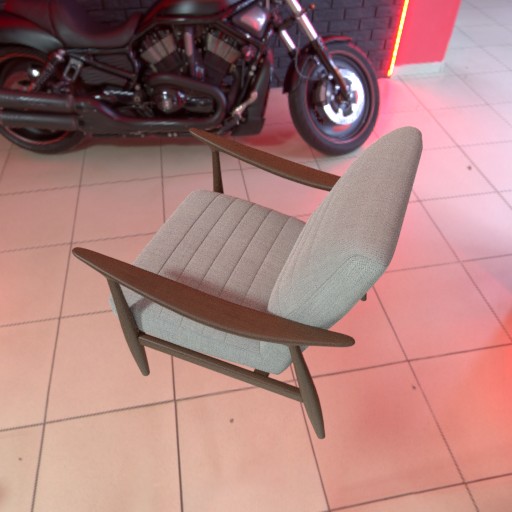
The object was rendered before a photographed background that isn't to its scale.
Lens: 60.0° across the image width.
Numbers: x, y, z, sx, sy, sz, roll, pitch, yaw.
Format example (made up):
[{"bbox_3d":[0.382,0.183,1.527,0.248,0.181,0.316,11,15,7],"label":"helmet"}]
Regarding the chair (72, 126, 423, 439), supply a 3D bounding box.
[{"bbox_3d":[0.000,0.000,1.436,0.798,0.832,0.741,17,49,15],"label":"chair"}]
